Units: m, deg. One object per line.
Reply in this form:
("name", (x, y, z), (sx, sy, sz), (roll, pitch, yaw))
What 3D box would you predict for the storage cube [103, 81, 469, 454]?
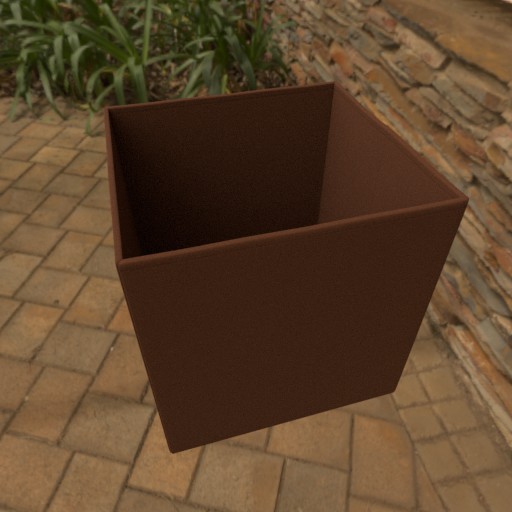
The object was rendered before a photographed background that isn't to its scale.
("storage cube", (0.000, 0.000, 0.499), (0.270, 0.280, 0.270), (-11, 43, -12))
